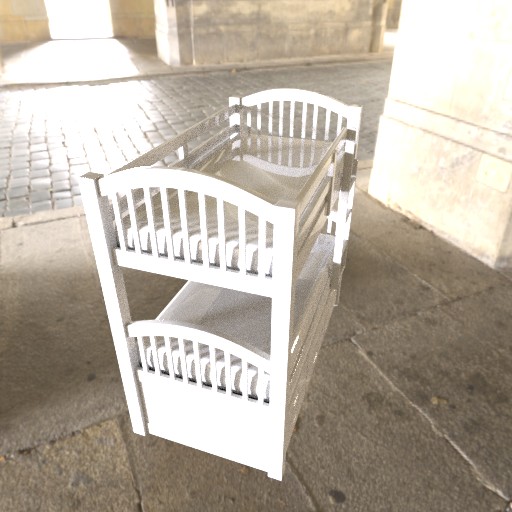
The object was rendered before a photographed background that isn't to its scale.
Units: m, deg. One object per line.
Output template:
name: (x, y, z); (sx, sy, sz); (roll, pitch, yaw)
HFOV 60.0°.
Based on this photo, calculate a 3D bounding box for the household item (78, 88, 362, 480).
household item: (0.000, 0.000, 3.312); (1.143, 2.032, 2.032); (10, 33, 17)
